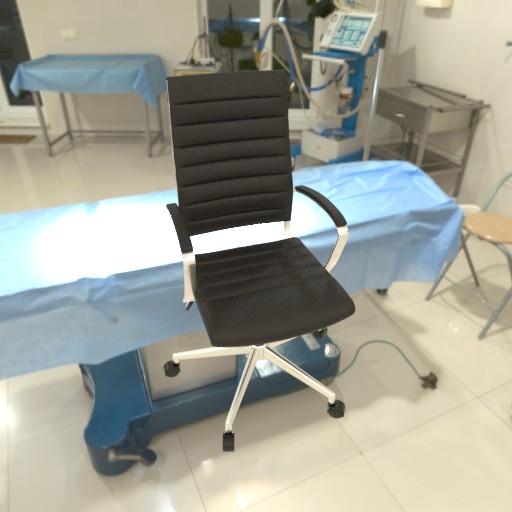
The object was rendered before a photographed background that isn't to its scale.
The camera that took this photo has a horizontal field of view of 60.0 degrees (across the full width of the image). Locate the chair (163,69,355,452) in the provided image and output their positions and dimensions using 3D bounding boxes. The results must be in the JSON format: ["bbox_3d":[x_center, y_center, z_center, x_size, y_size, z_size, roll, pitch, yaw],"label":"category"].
[{"bbox_3d":[0.000,0.000,1.617,0.766,1.149,0.739,-10,34,-15],"label":"chair"}]
